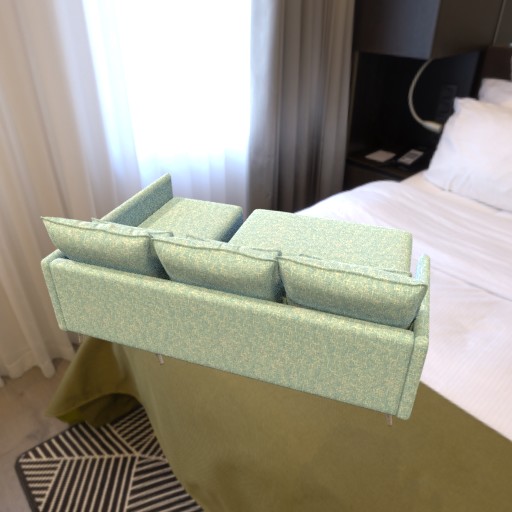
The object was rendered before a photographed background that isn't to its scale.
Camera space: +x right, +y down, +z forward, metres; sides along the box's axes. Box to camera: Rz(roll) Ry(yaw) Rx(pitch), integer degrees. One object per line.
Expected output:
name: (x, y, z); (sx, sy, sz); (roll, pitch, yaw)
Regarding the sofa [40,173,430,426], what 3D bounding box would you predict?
sofa: (0.000, 0.000, 2.804); (2.034, 0.899, 1.420); (10, 33, 16)
